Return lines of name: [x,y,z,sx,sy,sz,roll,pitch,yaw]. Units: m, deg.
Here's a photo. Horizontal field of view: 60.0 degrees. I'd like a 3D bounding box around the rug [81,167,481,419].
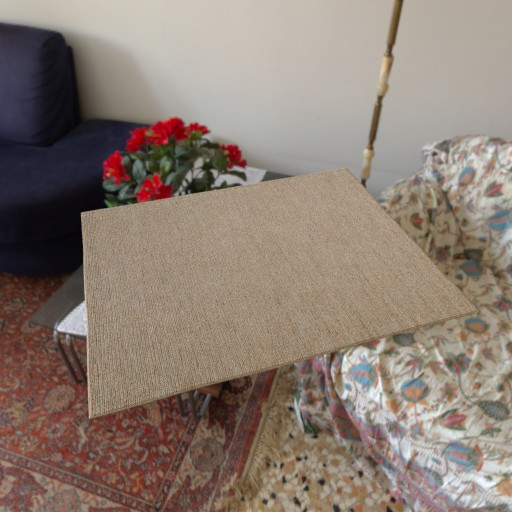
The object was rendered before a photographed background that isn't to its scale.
rug: [0.000,0.000,4.080,3.034,0.012,2.406,-12,42,-13]
